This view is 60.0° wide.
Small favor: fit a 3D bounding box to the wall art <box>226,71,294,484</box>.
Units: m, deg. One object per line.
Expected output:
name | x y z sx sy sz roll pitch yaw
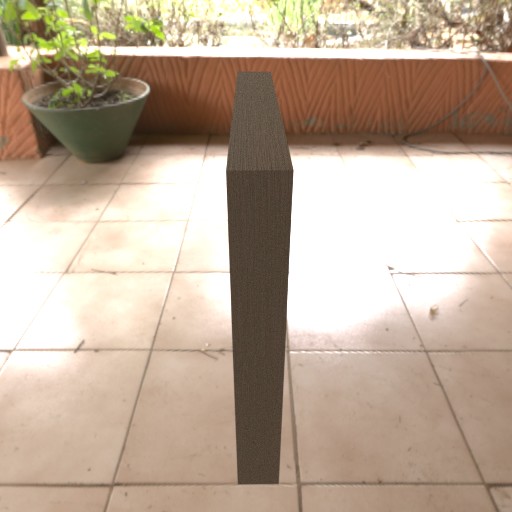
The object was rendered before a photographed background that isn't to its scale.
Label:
wall art | 0.000 0.000 0.455 0.038 0.303 0.304 0 32 -1
